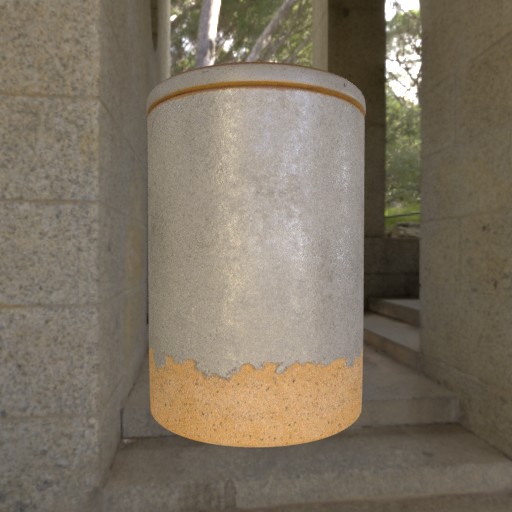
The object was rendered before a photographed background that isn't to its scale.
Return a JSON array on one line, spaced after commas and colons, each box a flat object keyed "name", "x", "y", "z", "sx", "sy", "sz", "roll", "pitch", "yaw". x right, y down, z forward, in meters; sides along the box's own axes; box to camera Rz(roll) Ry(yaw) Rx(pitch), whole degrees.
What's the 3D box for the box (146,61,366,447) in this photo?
[{"name": "box", "x": 0.000, "y": 0.000, "z": 0.246, "sx": 0.118, "sy": 0.168, "sz": 0.118, "roll": 0, "pitch": 0, "yaw": 0}]
